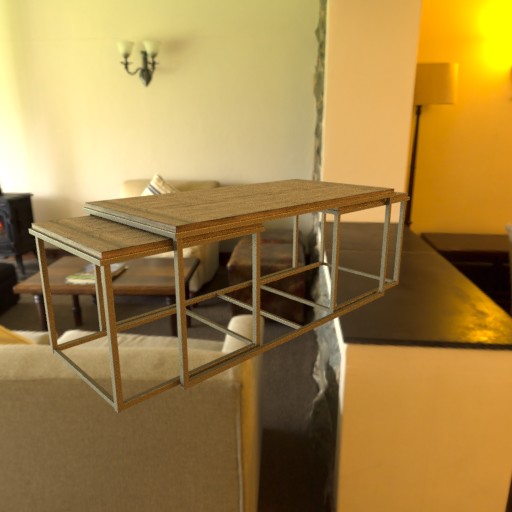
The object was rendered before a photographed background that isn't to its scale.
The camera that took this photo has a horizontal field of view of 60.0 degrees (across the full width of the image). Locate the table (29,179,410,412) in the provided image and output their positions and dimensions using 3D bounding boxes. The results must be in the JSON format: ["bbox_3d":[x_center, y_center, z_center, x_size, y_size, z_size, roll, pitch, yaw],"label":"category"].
[{"bbox_3d":[0.000,0.000,1.545,1.312,0.427,0.489,-15,22,-42],"label":"table"}]
